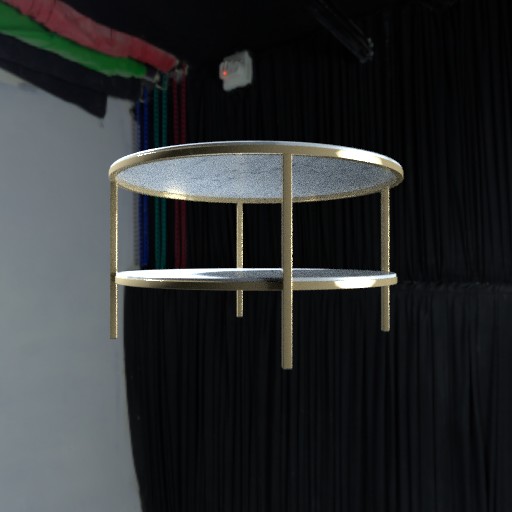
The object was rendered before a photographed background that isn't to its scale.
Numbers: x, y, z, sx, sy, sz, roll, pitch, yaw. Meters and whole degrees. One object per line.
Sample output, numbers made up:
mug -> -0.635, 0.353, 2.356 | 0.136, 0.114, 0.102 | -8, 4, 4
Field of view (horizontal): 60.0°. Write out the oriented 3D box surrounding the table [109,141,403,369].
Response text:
table -> 0.000, 0.000, 1.269 | 0.800, 0.450, 0.800 | 0, 0, 0
